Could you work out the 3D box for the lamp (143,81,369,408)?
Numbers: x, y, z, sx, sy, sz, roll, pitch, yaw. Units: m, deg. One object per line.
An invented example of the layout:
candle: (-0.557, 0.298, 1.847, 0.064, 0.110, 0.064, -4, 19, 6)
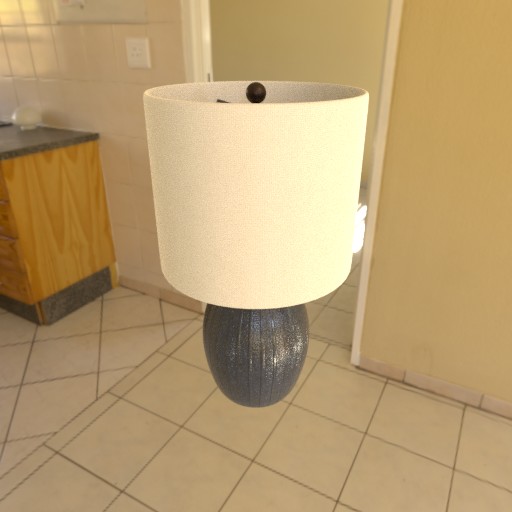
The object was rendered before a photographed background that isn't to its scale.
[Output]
lamp: (0.000, 0.000, 0.778, 0.329, 0.570, 0.329, 9, 27, 17)
